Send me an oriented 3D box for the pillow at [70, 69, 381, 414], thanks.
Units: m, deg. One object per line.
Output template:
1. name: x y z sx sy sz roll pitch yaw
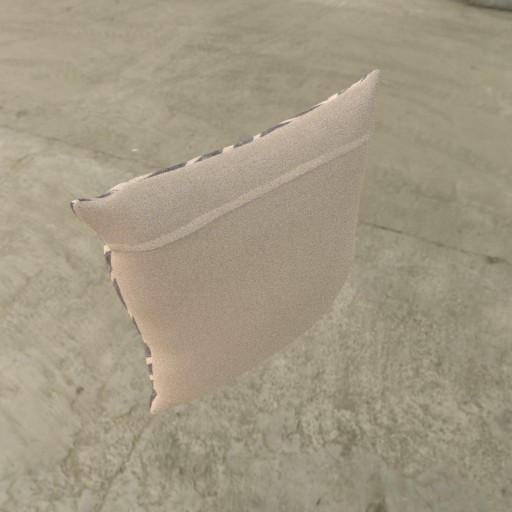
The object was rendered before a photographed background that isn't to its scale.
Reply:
1. pillow: 0.000 0.000 0.650 0.440 0.441 0.182 -30 53 -26
